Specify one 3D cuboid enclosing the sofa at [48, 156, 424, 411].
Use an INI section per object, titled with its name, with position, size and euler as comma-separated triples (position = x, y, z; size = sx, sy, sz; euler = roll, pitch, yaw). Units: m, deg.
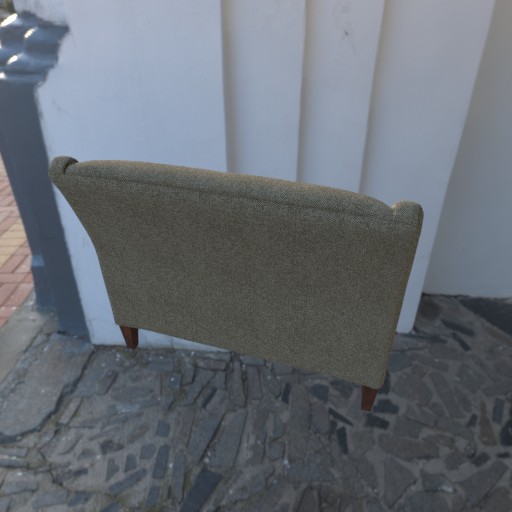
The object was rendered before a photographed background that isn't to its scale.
[sofa]
position = 0.000, 0.000, 1.929
size = 1.242, 1.021, 0.870
euler = 10, 33, 16
